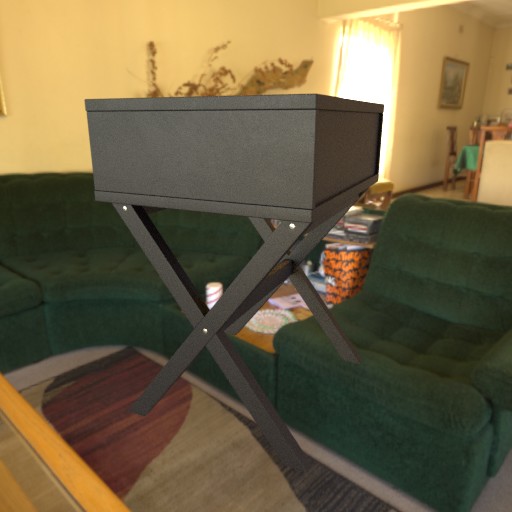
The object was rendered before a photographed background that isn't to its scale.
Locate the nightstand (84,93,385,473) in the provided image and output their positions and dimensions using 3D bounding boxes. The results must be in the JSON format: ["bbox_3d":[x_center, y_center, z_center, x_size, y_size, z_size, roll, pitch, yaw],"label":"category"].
[{"bbox_3d":[0.000,0.000,0.948,0.402,0.623,0.479,8,19,24],"label":"nightstand"}]
